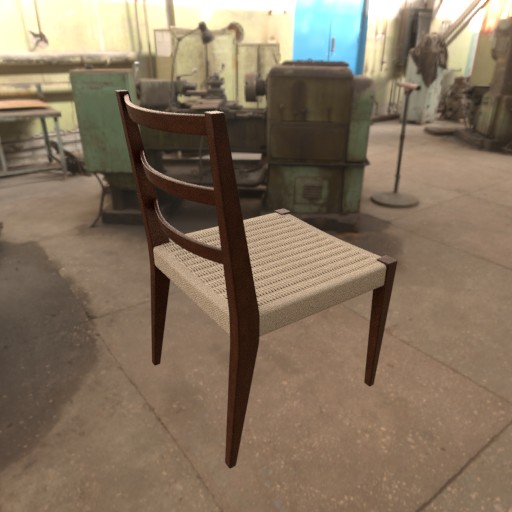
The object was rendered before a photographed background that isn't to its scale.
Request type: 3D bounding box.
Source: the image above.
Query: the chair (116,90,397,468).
[{"bbox_3d":[0.000,0.000,1.171,0.551,0.813,0.480,-16,30,-31],"label":"chair"}]
